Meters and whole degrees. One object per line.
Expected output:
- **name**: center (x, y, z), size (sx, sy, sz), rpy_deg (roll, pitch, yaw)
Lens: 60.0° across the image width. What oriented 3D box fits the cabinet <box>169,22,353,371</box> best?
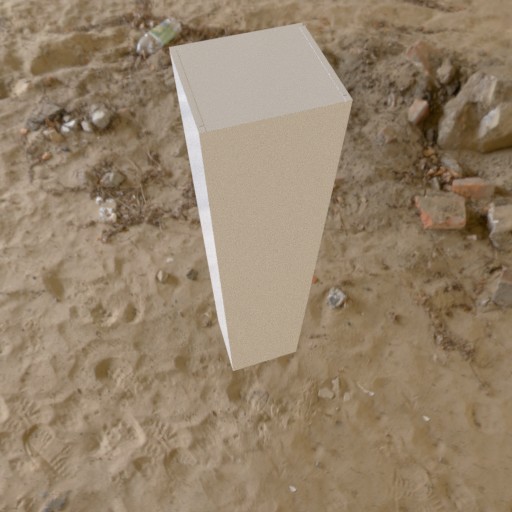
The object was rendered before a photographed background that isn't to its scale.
- **cabinet**: center (0.000, 0.000, 1.481), size (0.300, 1.400, 0.270), rpy_deg (-15, 60, -9)
